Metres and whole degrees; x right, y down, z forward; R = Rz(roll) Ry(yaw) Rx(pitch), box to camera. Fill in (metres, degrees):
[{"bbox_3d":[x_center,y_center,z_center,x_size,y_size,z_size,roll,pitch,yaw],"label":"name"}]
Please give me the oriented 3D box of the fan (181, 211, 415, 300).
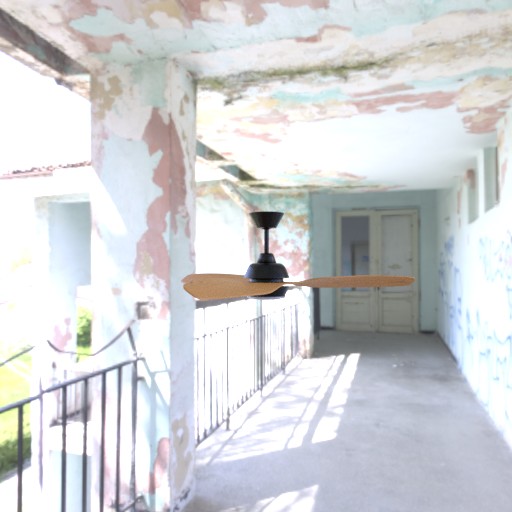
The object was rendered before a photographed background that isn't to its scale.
[{"bbox_3d":[0.000,0.000,1.674,1.142,0.355,1.010,0,-1,19],"label":"fan"}]
